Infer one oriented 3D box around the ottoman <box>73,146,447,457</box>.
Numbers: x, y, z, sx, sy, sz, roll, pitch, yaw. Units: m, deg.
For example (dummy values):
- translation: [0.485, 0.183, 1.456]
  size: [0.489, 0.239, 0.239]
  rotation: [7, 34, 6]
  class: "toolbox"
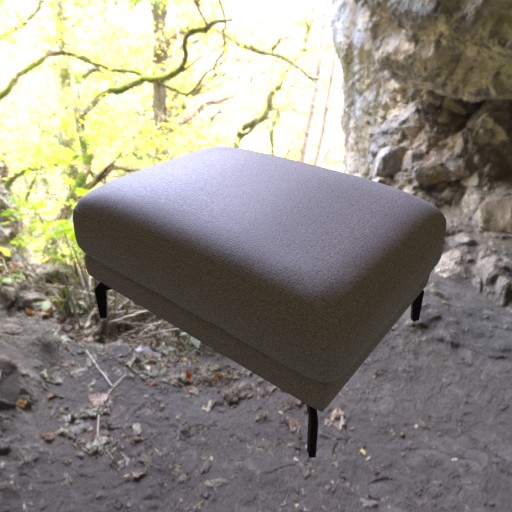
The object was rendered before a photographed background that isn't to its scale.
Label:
- translation: [0.000, 0.000, 1.120]
  size: [0.772, 0.420, 0.568]
  rotation: [22, 38, 32]
  class: "ottoman"
